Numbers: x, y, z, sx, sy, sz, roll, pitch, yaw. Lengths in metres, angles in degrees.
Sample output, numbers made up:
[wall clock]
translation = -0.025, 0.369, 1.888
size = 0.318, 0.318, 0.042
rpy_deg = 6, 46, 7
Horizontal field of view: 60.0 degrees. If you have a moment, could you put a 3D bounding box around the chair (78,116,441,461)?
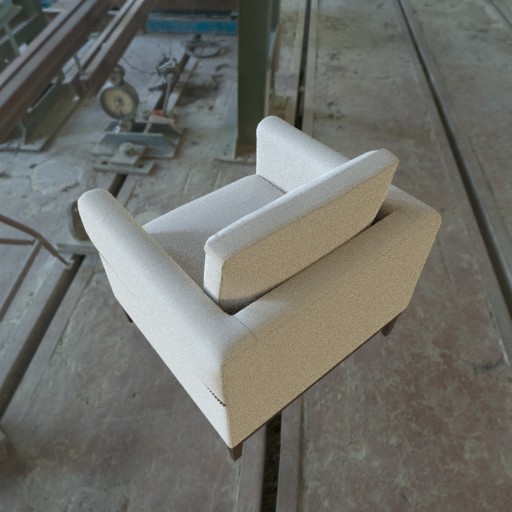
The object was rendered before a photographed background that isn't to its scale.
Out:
[chair]
translation = 0.000, 0.000, 1.725
size = 0.982, 0.915, 0.896
rpy_deg = -30, 53, -26
